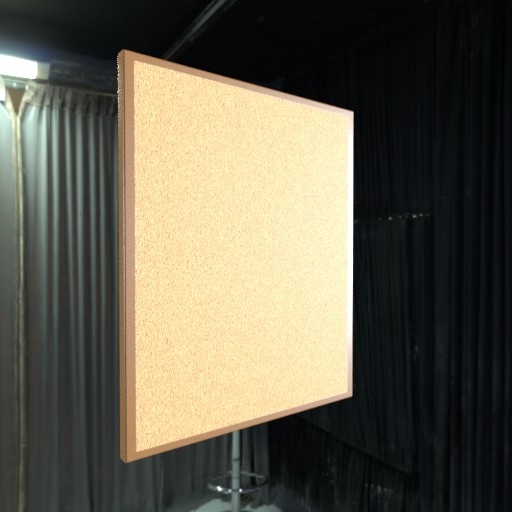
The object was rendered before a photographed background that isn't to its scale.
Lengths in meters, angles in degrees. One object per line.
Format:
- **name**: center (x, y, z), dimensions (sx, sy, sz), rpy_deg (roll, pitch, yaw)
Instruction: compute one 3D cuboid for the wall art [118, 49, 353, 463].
- **wall art**: center (0.000, 0.000, 0.502), dimensions (0.310, 0.379, 0.015), rpy_deg (-1, 1, -36)
